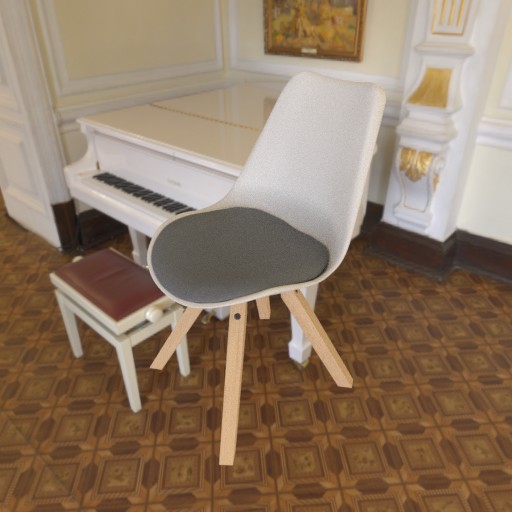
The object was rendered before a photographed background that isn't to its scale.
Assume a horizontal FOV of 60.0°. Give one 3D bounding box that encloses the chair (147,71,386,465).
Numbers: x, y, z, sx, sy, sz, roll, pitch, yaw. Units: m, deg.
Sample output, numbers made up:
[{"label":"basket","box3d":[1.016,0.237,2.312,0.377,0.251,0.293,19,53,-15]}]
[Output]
[{"label":"chair","box3d":[0.000,0.000,1.179,0.550,0.850,0.485,-21,36,-30]}]
